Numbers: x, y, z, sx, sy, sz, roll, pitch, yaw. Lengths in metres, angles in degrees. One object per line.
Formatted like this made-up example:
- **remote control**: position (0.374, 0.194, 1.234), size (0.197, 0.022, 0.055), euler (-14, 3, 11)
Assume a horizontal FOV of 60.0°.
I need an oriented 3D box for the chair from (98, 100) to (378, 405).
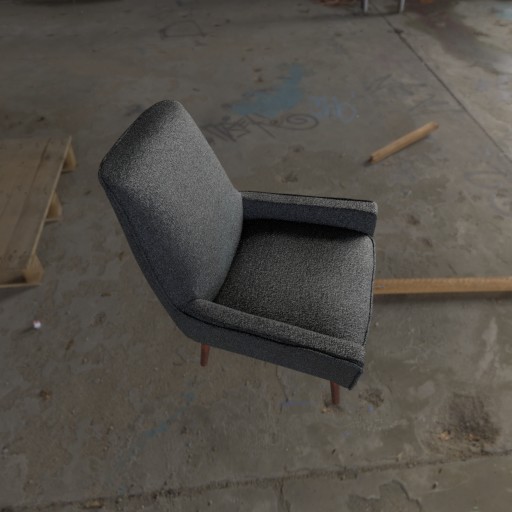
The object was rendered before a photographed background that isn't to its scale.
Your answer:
- **chair**: position (0.000, 0.000, 1.591), size (0.859, 0.883, 0.763), euler (10, 47, 10)
